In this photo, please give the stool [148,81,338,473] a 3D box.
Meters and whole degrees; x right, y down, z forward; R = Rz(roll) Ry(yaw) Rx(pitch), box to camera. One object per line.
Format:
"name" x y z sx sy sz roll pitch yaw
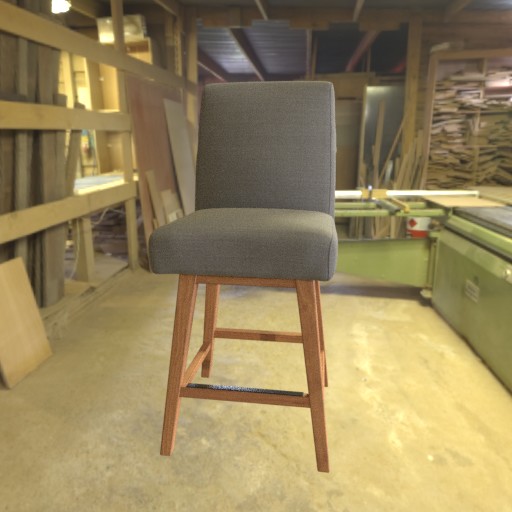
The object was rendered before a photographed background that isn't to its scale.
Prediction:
"stool" 0.000 0.000 1.293 0.459 1.019 0.570 2 14 8
